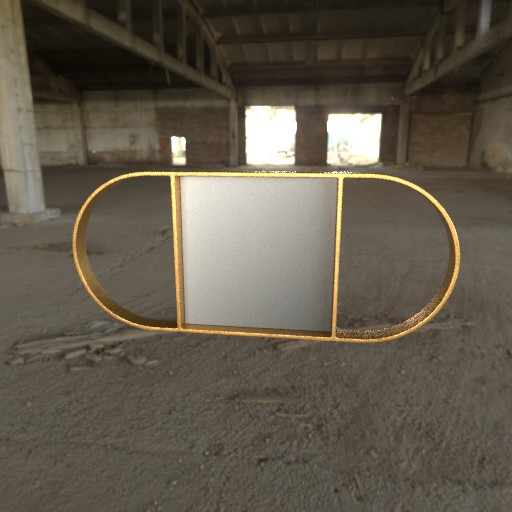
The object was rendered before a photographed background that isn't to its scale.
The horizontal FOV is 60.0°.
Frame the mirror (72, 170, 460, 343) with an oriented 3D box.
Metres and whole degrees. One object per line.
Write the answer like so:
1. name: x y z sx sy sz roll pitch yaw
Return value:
1. mirror: 0.000 0.000 0.679 0.584 0.254 0.032 2 14 8
